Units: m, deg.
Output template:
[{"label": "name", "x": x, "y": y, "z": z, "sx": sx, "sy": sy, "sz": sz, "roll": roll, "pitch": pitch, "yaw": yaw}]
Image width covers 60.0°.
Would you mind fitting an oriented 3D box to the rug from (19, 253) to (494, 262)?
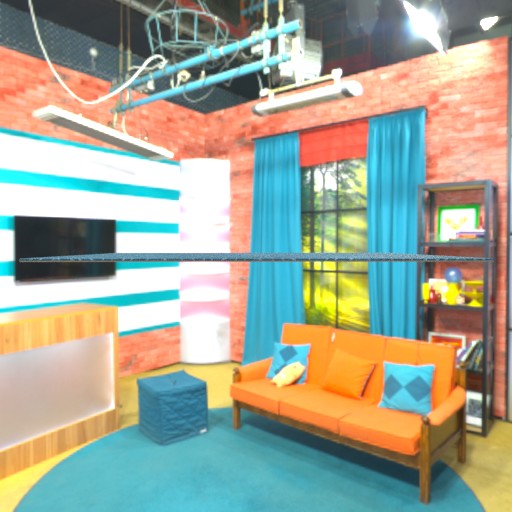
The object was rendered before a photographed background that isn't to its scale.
[{"label": "rug", "x": 0.000, "y": 0.000, "z": 2.769, "sx": 2.144, "sy": 0.015, "sz": 1.543, "roll": 0, "pitch": 1, "yaw": -1}]
